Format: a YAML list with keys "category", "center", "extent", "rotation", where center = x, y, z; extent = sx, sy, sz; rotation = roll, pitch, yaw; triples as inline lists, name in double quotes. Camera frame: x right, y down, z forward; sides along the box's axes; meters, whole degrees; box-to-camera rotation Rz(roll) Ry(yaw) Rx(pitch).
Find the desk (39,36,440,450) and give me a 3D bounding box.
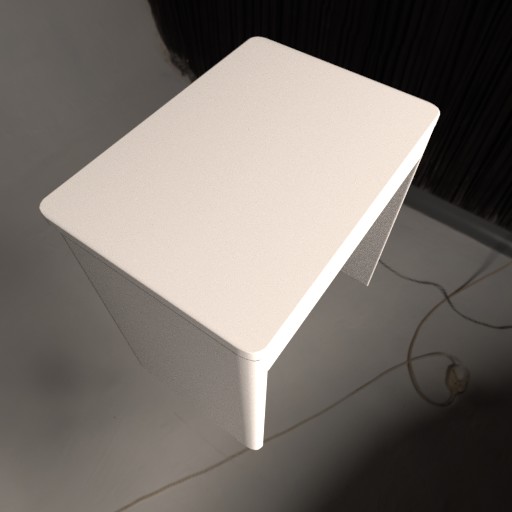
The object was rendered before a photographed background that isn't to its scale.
- category: "desk"
  center: [0.000, 0.000, 1.292]
  extent: [0.549, 0.800, 0.762]
  rotation: [31, 61, 19]
